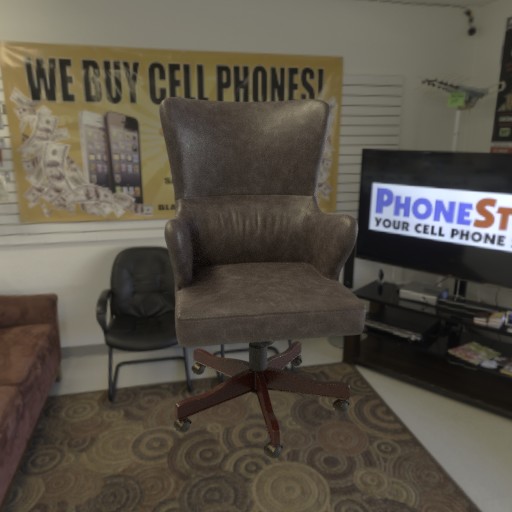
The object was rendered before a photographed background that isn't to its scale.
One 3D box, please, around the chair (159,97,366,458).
[{"bbox_3d":[0.000,0.000,1.475,0.594,1.037,0.717,-2,15,-9],"label":"chair"}]
